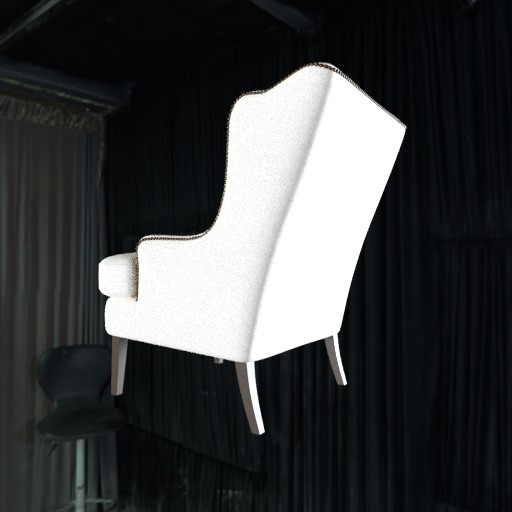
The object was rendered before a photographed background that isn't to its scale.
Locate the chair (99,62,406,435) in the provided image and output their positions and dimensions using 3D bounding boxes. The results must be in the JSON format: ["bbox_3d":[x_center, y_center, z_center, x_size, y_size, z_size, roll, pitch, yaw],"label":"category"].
[{"bbox_3d":[0.000,0.000,1.657,0.940,1.029,0.737,0,0,35],"label":"chair"}]
